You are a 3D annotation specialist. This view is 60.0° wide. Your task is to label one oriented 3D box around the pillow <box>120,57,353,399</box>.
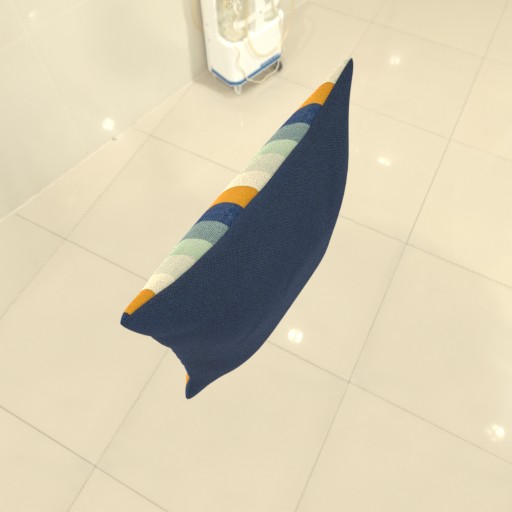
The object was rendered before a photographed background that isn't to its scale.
[{"bbox_3d":[0.000,0.000,0.719,0.173,0.454,0.463,31,67,15],"label":"pillow"}]
